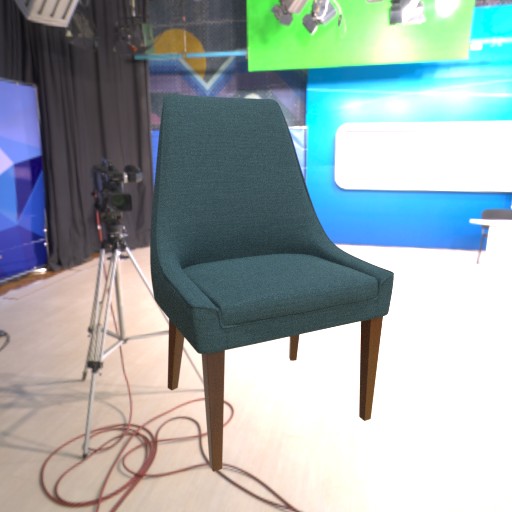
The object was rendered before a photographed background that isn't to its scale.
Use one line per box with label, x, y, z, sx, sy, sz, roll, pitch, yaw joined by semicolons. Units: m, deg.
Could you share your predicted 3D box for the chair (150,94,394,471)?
chair;0.000;0.000;1.207;0.529;0.861;0.544;-7;16;-25
